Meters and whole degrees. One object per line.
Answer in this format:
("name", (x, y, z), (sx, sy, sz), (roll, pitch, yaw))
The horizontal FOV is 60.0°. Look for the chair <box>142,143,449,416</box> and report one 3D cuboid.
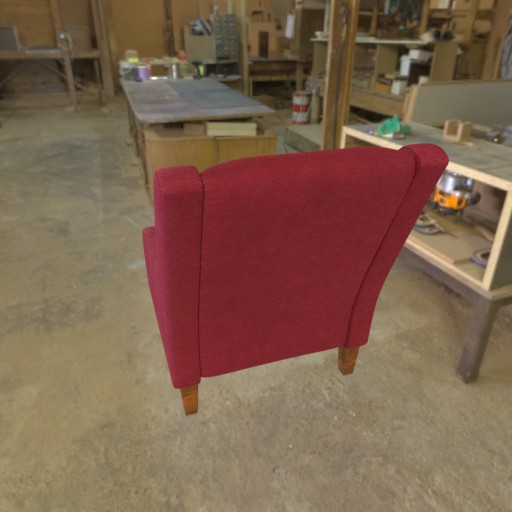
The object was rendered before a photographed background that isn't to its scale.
("chair", (0.000, 0.000, 1.713), (0.793, 1.017, 0.985), (-9, 29, -17))
